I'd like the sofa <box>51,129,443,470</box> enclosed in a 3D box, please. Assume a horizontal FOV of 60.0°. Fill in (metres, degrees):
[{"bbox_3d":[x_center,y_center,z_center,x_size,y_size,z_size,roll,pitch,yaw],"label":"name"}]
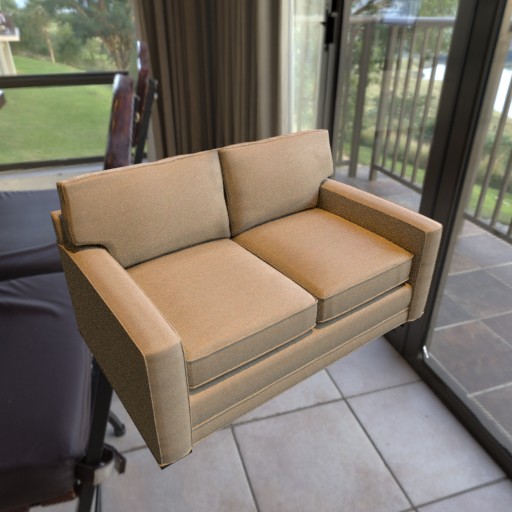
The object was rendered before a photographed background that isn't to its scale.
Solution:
[{"bbox_3d":[0.000,0.000,2.035,1.484,0.853,0.942,-20,35,-31],"label":"sofa"}]
